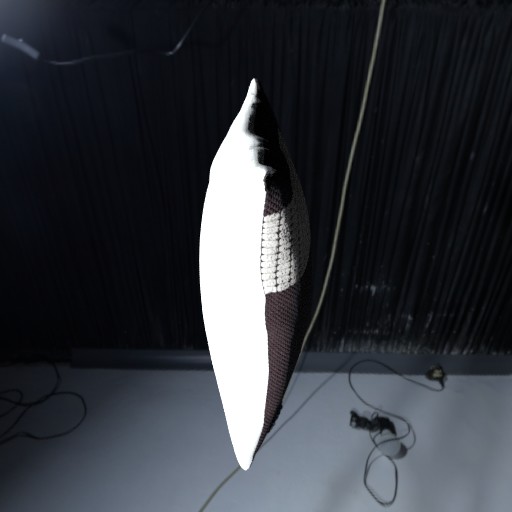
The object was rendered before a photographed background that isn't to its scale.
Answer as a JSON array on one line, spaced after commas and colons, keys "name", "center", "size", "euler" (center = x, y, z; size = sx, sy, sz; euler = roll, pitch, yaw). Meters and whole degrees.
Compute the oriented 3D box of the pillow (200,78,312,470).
[{"name": "pillow", "center": [0.000, 0.000, 0.730], "size": [0.178, 0.473, 0.475], "euler": [0, 33, 0]}]
